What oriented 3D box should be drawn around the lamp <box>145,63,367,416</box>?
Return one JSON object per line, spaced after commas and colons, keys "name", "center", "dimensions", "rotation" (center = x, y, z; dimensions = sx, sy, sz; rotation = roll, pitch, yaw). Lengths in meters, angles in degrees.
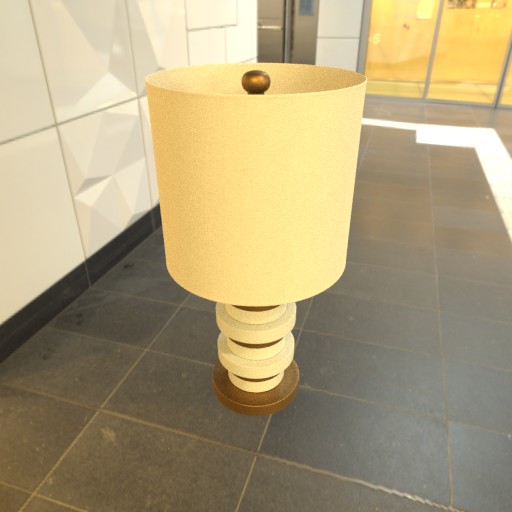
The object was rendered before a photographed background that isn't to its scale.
{"name": "lamp", "center": [0.000, 0.000, 0.527], "dimensions": [0.210, 0.410, 0.210], "rotation": [-1, 30, -2]}
